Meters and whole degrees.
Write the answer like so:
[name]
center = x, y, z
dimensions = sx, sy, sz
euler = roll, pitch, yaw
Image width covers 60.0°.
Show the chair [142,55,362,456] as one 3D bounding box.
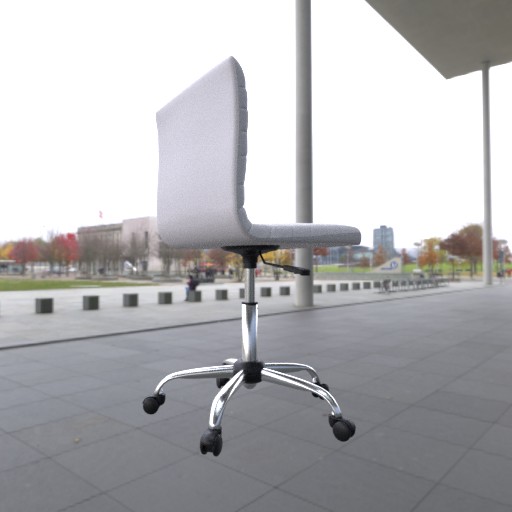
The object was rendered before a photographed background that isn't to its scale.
[chair]
center = 0.000, 0.000, 1.068
dimensions = 0.455, 0.750, 0.520
euler = 1, -2, -34
